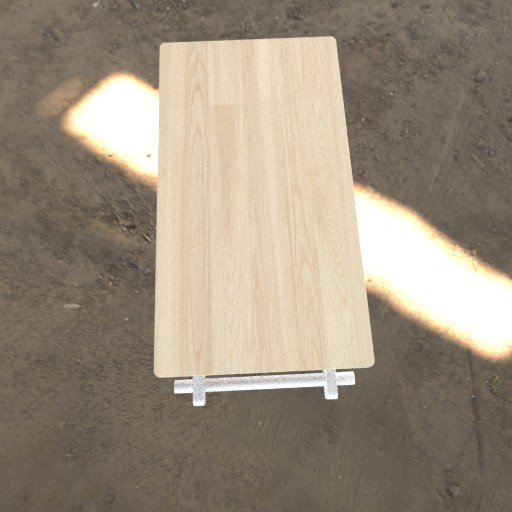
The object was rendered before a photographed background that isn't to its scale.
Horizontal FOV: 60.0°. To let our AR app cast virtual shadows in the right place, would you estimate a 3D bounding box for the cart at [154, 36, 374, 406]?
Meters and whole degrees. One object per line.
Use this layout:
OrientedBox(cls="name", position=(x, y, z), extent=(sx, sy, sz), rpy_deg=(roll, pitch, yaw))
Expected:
OrientedBox(cls="cart", position=(0.000, 0.000, 1.466), extent=(0.457, 0.927, 0.899), rpy_deg=(-3, 73, -1))
